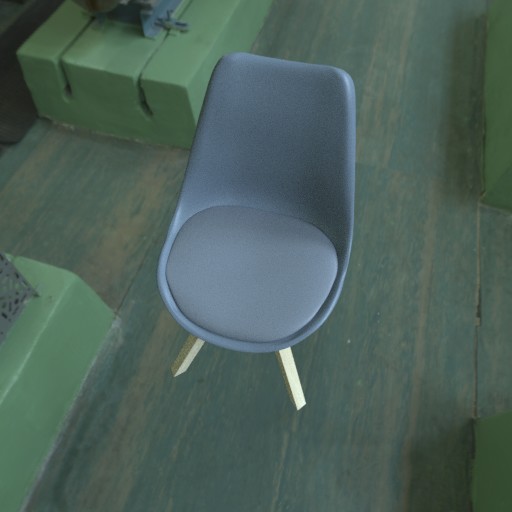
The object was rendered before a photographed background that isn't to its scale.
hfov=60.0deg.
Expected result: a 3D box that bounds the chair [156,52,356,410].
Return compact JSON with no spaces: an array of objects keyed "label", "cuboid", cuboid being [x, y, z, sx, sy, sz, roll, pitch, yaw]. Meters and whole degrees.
[{"label":"chair","cuboid":[0.000,0.000,1.207,0.485,0.850,0.550,13,58,8]}]
